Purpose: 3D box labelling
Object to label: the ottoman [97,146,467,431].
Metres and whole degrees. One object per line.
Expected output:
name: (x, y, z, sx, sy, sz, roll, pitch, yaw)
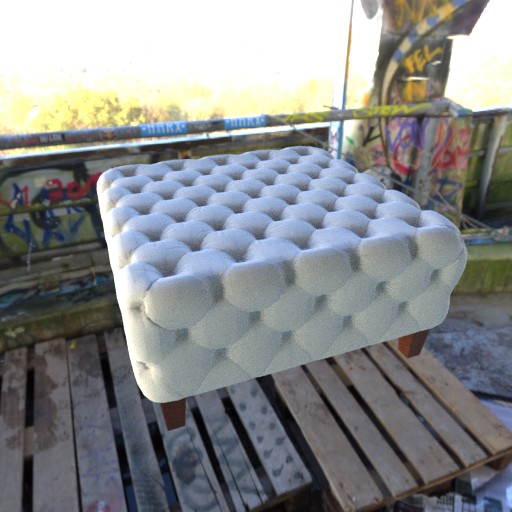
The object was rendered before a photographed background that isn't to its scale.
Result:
ottoman: (0.000, 0.000, 1.215, 0.753, 0.376, 0.755, -11, 31, -18)
